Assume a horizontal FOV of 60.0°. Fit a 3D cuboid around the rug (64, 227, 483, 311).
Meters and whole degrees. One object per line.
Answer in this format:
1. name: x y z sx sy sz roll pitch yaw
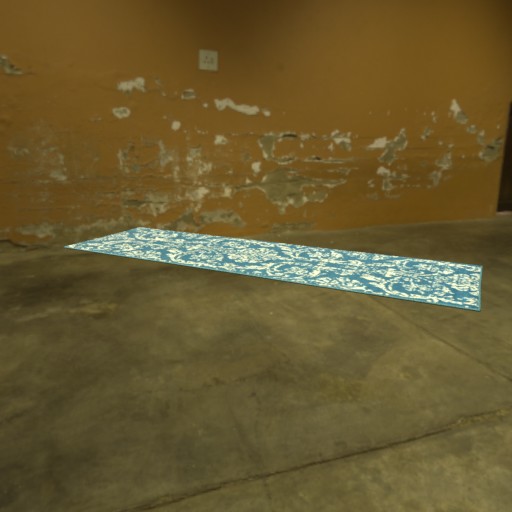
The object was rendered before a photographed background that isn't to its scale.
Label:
1. rug: 0.000 0.000 2.401 2.196 0.011 0.662 7 17 26
